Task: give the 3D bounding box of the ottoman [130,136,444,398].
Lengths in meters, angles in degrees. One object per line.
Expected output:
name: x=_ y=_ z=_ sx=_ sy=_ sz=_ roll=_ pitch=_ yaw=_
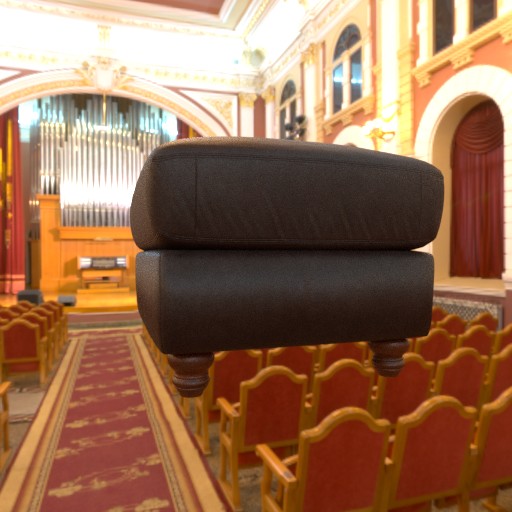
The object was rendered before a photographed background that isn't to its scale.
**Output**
ottoman: x=0.000 y=0.000 z=1.268 sx=0.670 sy=0.569 sz=0.806 roll=0 pitch=0 yaw=-18
